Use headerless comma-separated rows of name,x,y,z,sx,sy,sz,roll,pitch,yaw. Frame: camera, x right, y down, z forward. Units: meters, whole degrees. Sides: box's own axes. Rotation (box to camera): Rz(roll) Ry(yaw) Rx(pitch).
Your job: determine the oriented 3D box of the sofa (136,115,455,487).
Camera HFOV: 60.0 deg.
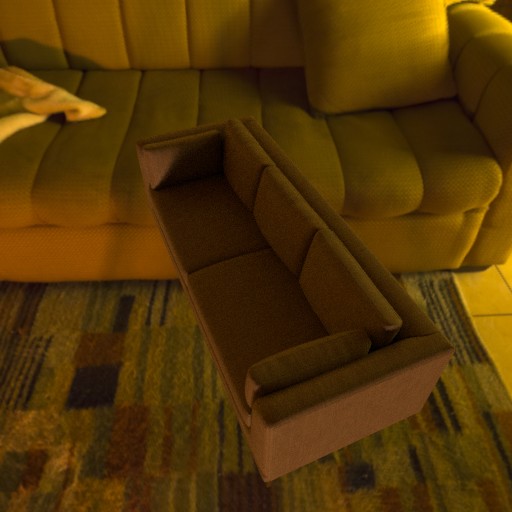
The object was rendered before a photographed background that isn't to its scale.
sofa,0.000,0.000,2.901,0.969,0.867,2.415,-17,48,-16
